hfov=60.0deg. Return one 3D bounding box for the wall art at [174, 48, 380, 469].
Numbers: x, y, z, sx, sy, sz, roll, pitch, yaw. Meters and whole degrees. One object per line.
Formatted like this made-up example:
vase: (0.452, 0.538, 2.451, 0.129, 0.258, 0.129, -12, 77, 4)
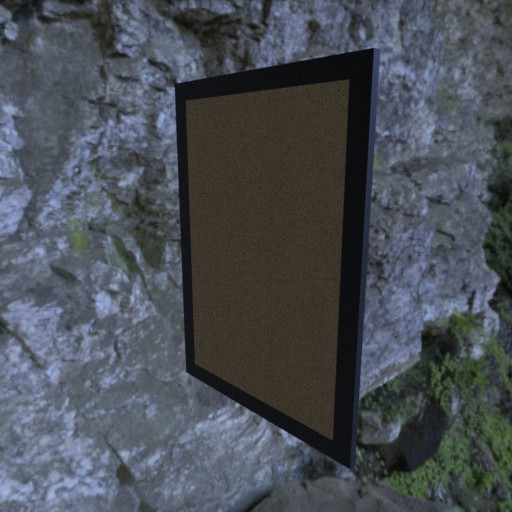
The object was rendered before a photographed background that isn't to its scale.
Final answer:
wall art: (0.000, 0.000, 0.681, 0.013, 0.534, 0.381, -13, 19, -43)
